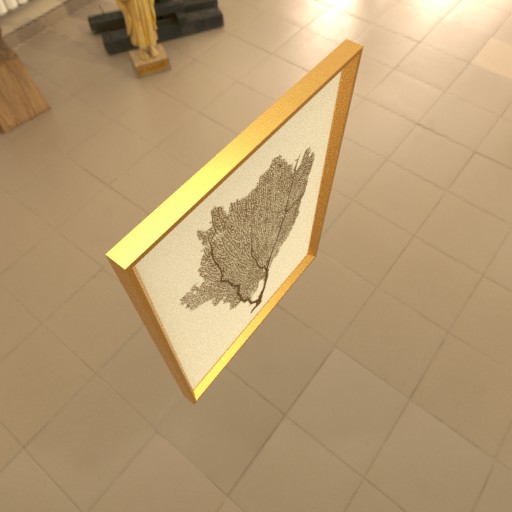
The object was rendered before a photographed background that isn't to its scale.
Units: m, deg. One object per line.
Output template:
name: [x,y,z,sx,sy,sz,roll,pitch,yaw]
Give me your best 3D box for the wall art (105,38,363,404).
wall art: [0.000,0.000,1.037,0.038,0.762,0.610,34,64,19]
